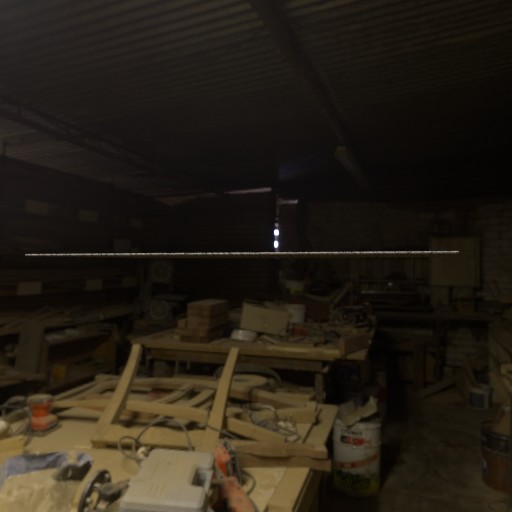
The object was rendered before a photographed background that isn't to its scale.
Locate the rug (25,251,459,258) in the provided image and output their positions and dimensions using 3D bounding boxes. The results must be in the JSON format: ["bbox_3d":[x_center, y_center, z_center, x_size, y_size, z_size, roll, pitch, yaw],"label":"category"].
[{"bbox_3d":[0.000,0.000,2.315,1.824,0.008,1.220,0,-1,19],"label":"rug"}]
